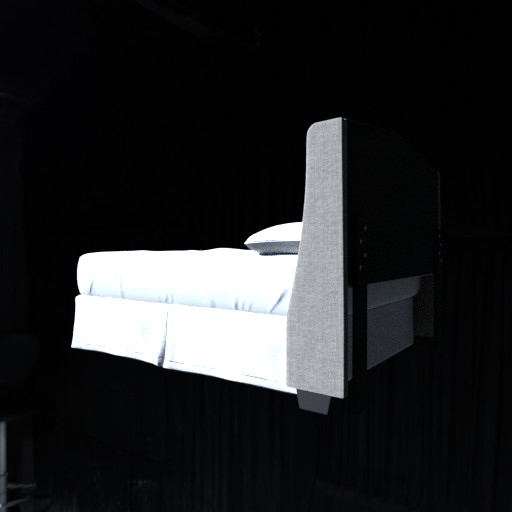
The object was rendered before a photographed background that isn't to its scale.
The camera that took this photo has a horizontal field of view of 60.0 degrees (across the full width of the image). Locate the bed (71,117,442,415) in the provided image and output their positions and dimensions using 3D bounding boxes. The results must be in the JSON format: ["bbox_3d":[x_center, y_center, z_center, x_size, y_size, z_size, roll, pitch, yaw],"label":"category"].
[{"bbox_3d":[0.000,0.000,3.262,2.237,1.407,1.710,1,1,36],"label":"bed"}]
